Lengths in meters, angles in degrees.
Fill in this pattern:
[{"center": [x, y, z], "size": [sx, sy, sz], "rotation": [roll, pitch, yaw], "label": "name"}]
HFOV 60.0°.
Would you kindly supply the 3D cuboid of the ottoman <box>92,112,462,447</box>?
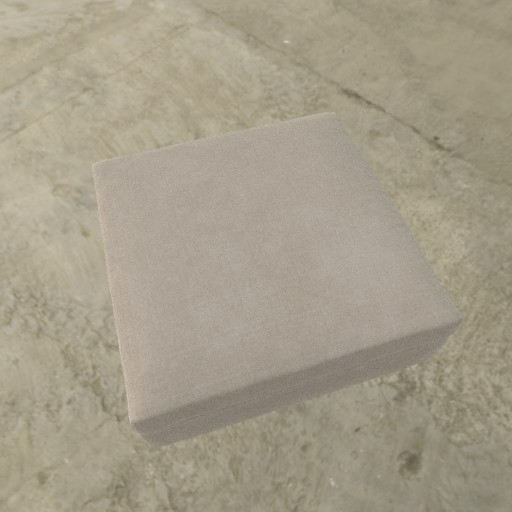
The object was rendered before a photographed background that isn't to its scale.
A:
[{"center": [0.000, 0.000, 1.844], "size": [1.203, 0.517, 1.171], "rotation": [-15, 58, -9], "label": "ottoman"}]
